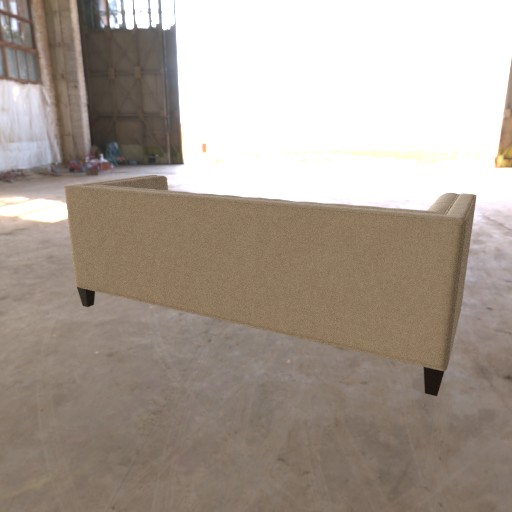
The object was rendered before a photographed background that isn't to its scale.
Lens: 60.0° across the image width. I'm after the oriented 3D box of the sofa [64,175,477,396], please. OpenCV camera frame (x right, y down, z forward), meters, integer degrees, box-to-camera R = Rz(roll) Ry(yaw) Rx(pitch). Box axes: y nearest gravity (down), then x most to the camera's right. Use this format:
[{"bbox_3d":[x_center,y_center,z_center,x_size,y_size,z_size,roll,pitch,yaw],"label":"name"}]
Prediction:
[{"bbox_3d":[0.000,0.000,2.537,2.159,0.762,0.775,8,18,27],"label":"sofa"}]
